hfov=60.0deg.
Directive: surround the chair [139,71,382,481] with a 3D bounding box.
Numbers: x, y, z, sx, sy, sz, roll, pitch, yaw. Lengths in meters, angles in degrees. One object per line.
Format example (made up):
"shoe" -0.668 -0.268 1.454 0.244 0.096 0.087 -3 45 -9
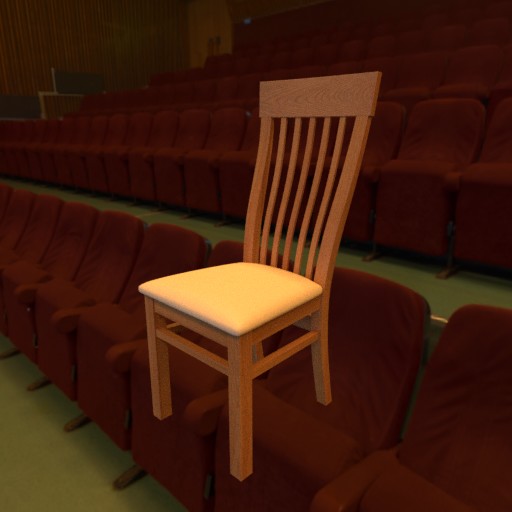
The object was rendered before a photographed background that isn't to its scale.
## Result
"chair" 0.000 0.000 1.350 0.450 1.050 0.580 15 22 42
